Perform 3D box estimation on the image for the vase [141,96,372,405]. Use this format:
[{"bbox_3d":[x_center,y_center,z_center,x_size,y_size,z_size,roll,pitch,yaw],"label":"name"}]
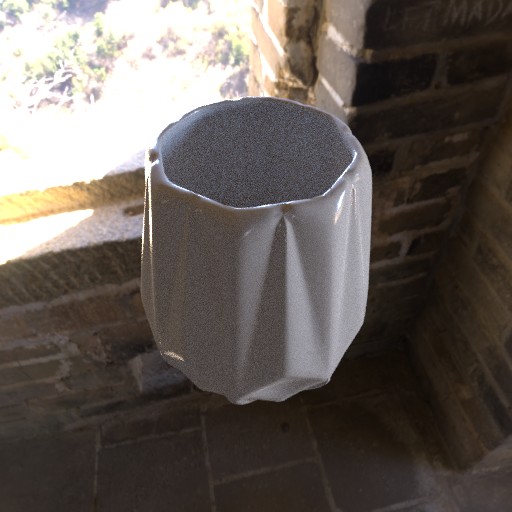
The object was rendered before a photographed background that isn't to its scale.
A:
[{"bbox_3d":[0.000,0.000,0.263,0.141,0.152,0.141,0,46,0],"label":"vase"}]
